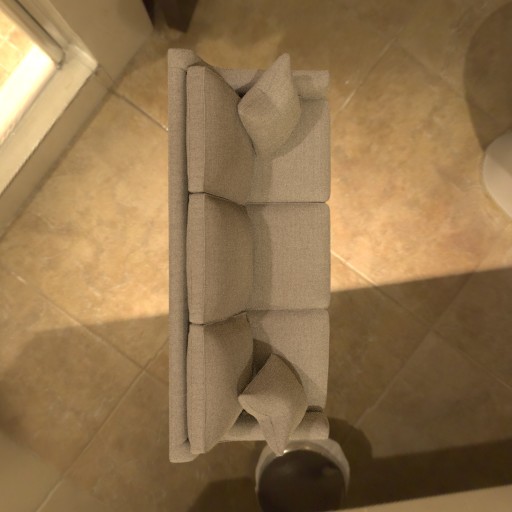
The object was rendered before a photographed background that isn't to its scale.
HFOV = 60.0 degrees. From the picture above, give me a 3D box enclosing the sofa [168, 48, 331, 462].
[{"bbox_3d":[0.000,0.000,2.498,0.865,0.914,2.031,0,91,-1],"label":"sofa"}]
